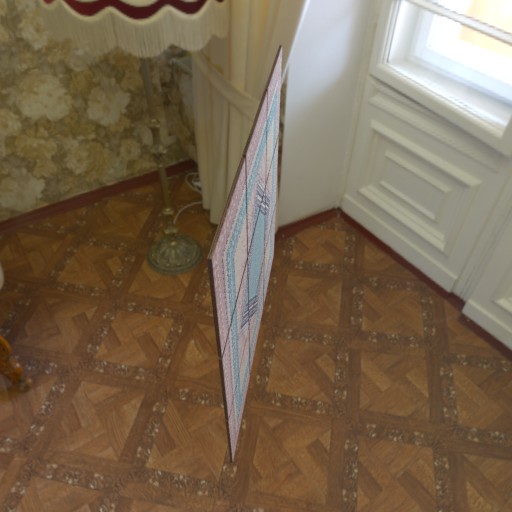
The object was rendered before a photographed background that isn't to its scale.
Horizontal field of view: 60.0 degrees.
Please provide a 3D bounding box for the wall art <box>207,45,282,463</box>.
[{"bbox_3d":[0.000,0.000,2.273,0.014,1.525,1.527,7,46,7],"label":"wall art"}]
